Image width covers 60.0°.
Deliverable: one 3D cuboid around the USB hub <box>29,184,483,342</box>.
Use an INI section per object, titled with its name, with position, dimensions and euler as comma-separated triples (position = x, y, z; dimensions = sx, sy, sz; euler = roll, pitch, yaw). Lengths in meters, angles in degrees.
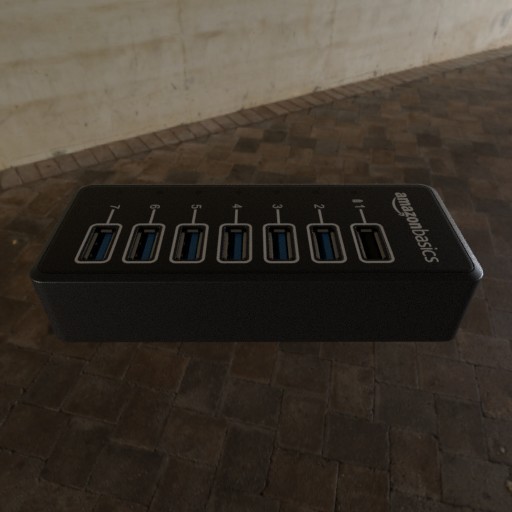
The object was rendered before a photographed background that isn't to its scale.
[USB hub]
position = 0.000, 0.000, 0.128
dimensions = 0.110, 0.023, 0.044
euler = 0, 40, 0
